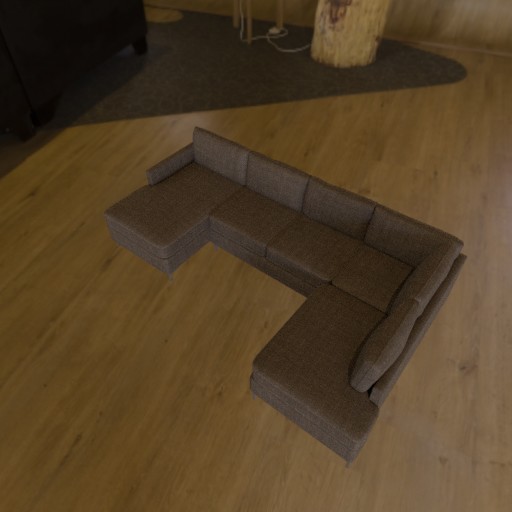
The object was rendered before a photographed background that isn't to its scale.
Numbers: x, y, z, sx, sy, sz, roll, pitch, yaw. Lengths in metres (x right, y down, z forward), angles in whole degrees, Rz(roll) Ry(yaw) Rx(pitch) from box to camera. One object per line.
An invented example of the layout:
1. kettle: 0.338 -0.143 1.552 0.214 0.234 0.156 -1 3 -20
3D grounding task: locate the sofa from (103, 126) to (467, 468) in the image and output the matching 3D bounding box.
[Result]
1. sofa: 0.000 0.000 4.380 3.423 0.999 2.048 29 53 25
